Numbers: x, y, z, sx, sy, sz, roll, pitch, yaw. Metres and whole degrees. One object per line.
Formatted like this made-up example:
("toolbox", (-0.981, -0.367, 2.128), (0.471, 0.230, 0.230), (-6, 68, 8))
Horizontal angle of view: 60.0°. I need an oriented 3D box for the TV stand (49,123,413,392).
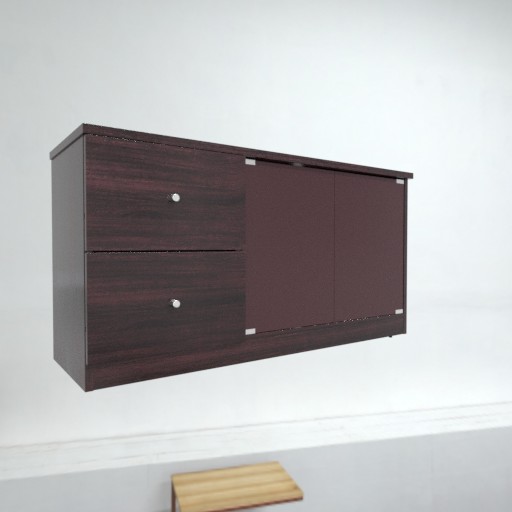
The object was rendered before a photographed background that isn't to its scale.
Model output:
("TV stand", (0.000, 0.000, 1.480), (1.192, 0.614, 0.404), (-1, 2, -35))
